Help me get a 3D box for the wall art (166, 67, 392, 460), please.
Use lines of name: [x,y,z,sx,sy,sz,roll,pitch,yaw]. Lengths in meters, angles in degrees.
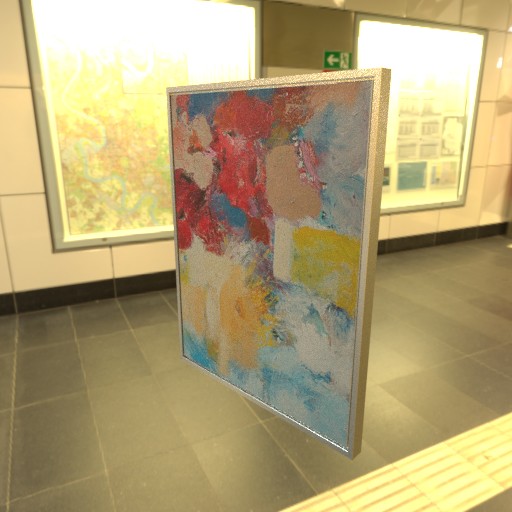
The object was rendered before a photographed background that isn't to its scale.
wall art: [0.000,0.000,0.768,0.444,0.569,0.025,15,23,42]
